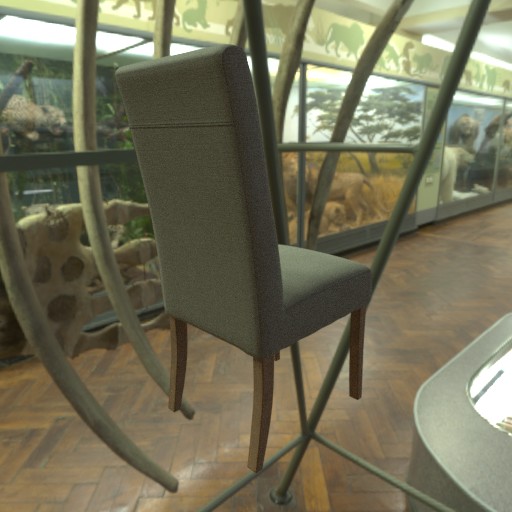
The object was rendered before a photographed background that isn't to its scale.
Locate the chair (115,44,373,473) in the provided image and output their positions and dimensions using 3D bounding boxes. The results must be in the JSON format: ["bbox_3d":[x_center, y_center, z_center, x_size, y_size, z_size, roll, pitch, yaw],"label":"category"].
[{"bbox_3d":[0.000,0.000,1.314,0.611,1.033,0.450,-14,21,-43],"label":"chair"}]
